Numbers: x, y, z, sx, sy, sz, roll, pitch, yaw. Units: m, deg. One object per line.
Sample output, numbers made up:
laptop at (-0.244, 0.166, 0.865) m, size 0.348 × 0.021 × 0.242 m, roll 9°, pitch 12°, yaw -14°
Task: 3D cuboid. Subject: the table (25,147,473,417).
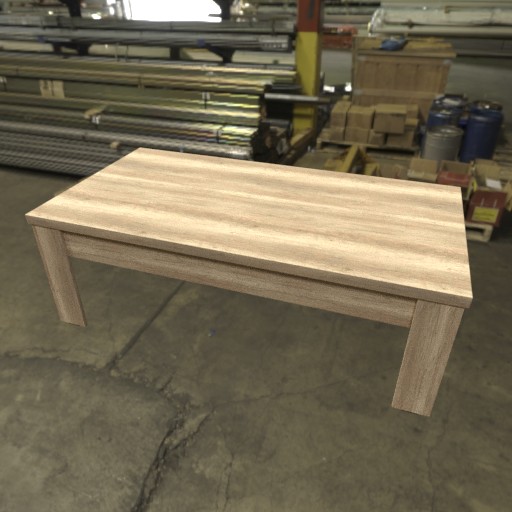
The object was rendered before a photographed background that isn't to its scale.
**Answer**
table at (0.000, 0.000, 1.659) m, size 1.350 × 0.460 × 0.700 m, roll 10°, pitch 34°, yaw 16°
